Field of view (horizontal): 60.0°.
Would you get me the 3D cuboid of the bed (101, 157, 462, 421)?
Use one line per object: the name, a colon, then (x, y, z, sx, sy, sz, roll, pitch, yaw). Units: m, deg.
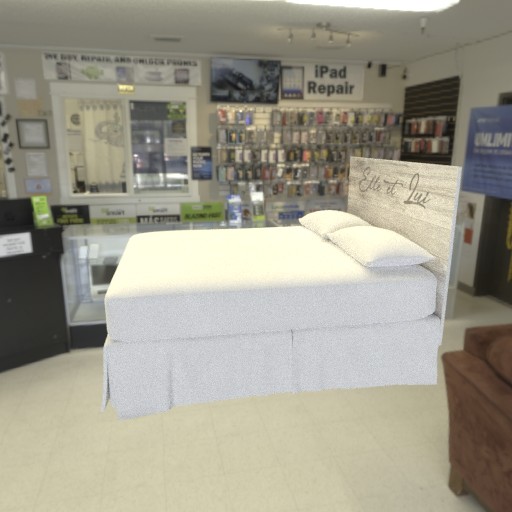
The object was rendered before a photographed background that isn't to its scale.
bed: (0.000, 0.000, 3.220, 2.094, 1.335, 1.745, -3, 15, -10)
